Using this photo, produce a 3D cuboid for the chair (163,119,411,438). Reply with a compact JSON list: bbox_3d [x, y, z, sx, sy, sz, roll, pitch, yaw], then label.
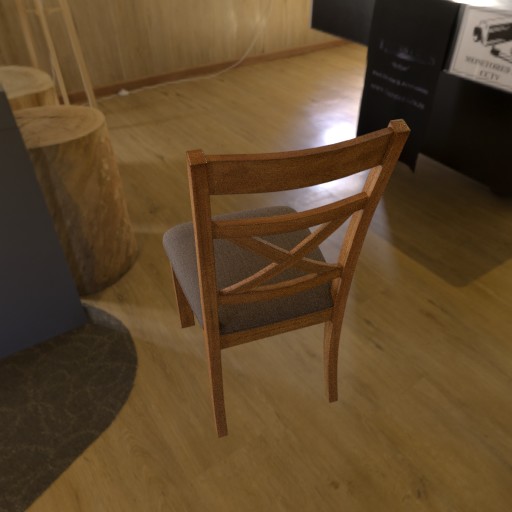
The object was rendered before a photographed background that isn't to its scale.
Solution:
[{"bbox_3d":[0.000,0.000,1.257,0.470,0.949,0.581,-12,42,-14],"label":"chair"}]
